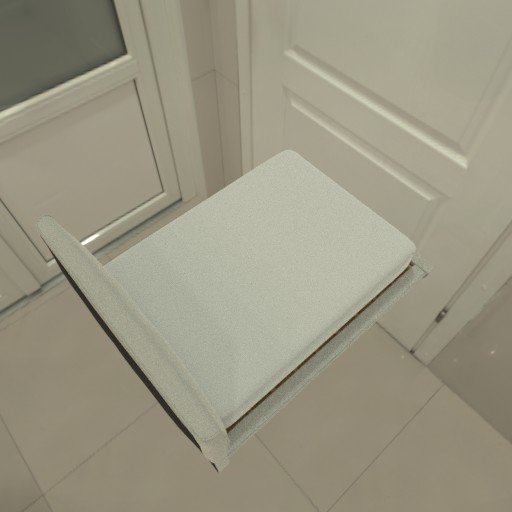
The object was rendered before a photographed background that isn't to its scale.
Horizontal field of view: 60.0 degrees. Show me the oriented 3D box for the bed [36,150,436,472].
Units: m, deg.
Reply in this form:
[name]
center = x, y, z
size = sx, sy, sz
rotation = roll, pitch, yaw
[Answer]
[bed]
center = 0.000, 0.000, 3.357
size = 2.368, 1.067, 1.840
rotation = -36, 64, -21
